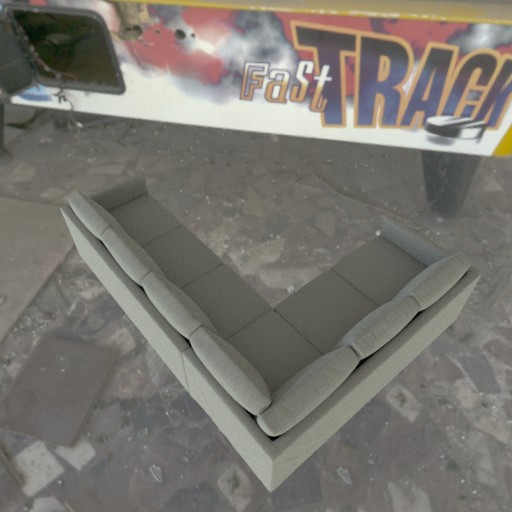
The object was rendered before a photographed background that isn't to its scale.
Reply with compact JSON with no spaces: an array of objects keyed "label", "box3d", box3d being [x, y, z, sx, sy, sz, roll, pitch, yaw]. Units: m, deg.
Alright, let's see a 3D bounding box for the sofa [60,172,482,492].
[{"label":"sofa","box3d":[0.000,0.000,4.274,2.432,0.871,3.182,-31,54,-26]}]
